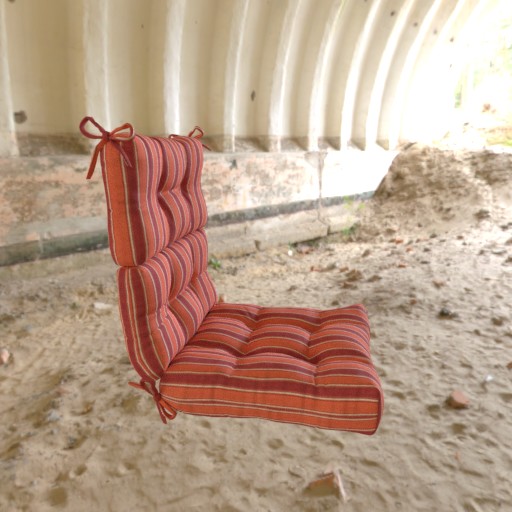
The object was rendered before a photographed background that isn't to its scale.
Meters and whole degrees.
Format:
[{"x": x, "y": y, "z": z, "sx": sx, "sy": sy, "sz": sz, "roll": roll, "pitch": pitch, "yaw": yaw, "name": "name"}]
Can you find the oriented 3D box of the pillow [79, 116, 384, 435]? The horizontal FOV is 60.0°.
[{"x": 0.000, "y": 0.000, "z": 1.037, "sx": 0.571, "sy": 0.605, "sz": 0.519, "roll": 2, "pitch": 14, "yaw": 9, "name": "pillow"}]
